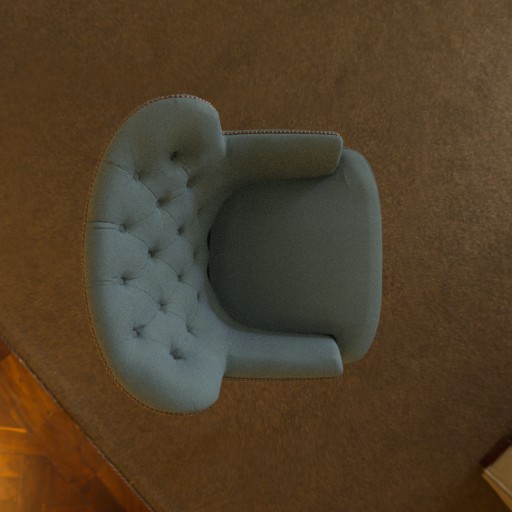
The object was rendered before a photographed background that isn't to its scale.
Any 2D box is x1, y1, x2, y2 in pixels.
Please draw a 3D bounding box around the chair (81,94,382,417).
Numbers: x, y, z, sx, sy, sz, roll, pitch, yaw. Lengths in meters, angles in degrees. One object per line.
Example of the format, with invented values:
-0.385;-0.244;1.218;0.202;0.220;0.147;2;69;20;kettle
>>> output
0.000;0.000;1.541;0.906;0.868;0.848;0;90;-1;chair
